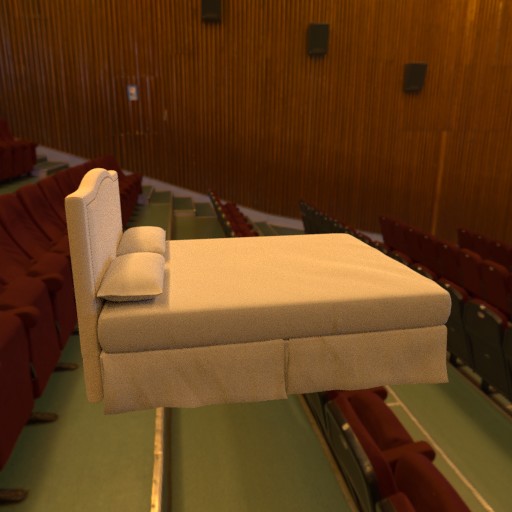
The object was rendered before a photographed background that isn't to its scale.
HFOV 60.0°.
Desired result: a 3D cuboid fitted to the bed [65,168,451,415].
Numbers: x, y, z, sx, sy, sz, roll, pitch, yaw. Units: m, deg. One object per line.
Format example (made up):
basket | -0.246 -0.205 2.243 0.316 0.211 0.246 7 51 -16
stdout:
bed | 0.000 0.000 3.631 2.477 1.437 1.977 -3 16 -10
